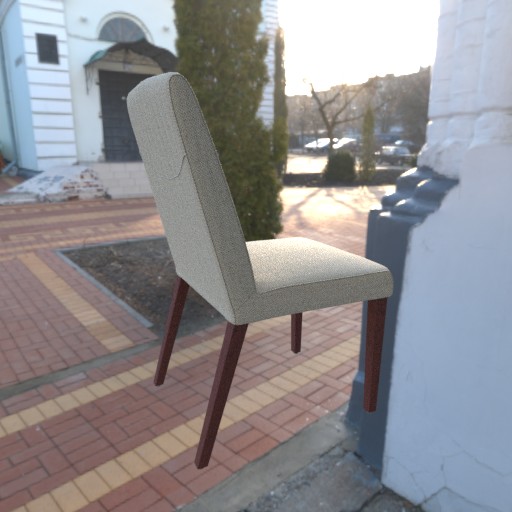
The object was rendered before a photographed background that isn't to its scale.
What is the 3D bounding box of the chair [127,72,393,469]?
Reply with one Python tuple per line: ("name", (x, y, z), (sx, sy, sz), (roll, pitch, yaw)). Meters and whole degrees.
("chair", (0.000, 0.000, 1.244), (0.594, 0.900, 0.480), (-7, 16, -25))
